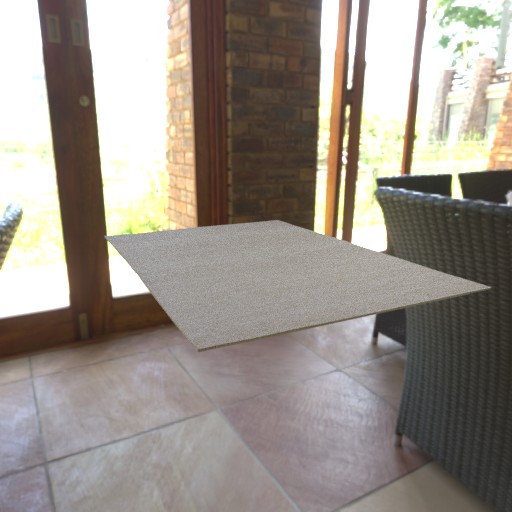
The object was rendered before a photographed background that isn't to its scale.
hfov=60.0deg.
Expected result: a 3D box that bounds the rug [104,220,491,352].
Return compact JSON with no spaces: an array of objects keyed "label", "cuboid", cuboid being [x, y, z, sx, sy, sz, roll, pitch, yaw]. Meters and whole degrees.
[{"label":"rug","cuboid":[0.000,0.000,3.705,2.032,0.038,2.869,-7,16,-26]}]
